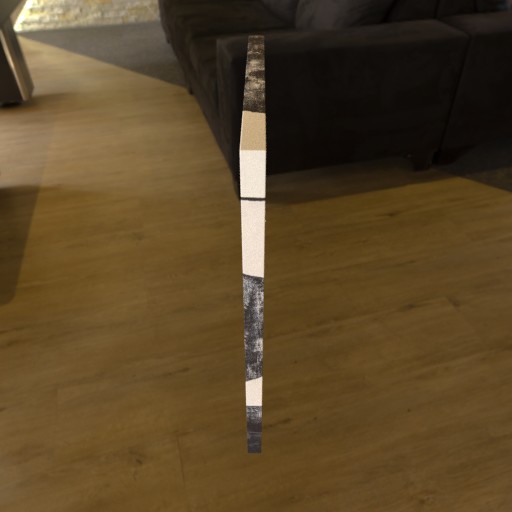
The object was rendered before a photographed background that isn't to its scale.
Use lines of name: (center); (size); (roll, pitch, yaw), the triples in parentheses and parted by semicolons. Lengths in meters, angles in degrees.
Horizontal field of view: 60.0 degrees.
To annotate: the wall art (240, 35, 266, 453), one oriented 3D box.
wall art: (0.000, 0.000, 1.162); (0.041, 0.915, 0.610); (0, 40, 0)
